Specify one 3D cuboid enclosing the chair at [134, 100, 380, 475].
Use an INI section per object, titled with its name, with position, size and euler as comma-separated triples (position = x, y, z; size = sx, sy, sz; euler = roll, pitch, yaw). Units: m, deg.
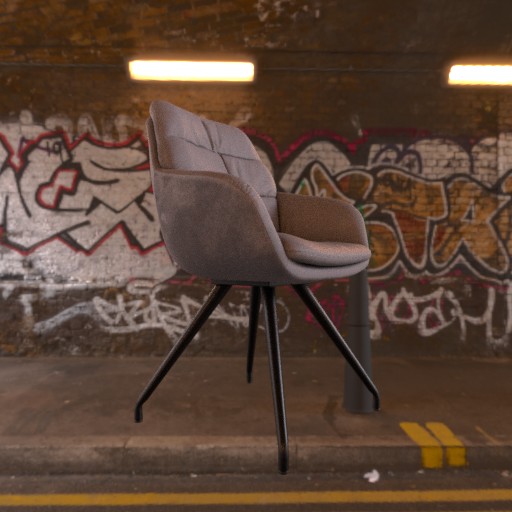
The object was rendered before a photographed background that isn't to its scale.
[chair]
position = 0.000, 0.000, 1.251
size = 0.569, 0.888, 0.579
euler = 0, -1, 38
